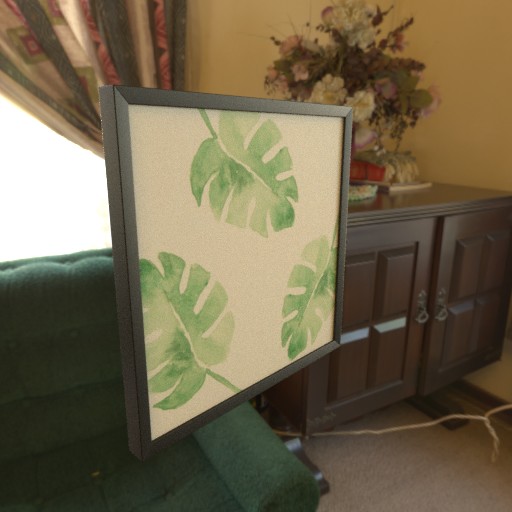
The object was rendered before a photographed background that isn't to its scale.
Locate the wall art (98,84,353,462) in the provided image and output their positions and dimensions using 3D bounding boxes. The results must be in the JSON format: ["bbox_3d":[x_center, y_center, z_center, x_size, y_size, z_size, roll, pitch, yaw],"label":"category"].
[{"bbox_3d":[0.000,0.000,0.758,0.036,0.508,0.508,14,20,42],"label":"wall art"}]
